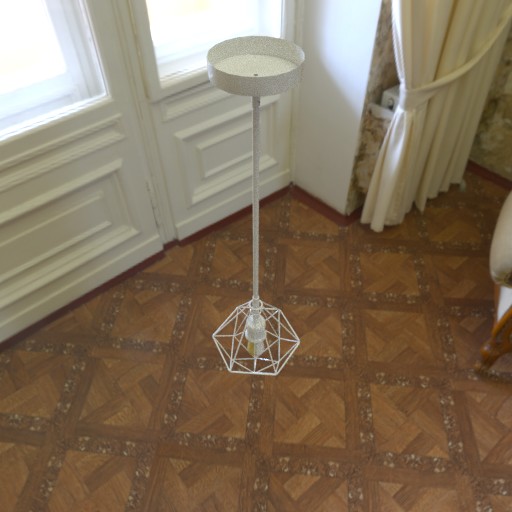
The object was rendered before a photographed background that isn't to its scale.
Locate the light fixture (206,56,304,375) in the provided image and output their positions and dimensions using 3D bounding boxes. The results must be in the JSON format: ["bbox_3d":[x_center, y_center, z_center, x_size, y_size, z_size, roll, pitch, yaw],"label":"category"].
[{"bbox_3d":[0.000,0.000,1.973,0.487,1.764,0.431,3,47,3],"label":"light fixture"}]
